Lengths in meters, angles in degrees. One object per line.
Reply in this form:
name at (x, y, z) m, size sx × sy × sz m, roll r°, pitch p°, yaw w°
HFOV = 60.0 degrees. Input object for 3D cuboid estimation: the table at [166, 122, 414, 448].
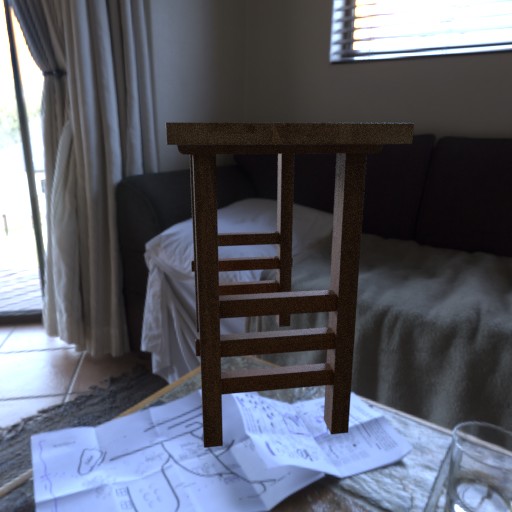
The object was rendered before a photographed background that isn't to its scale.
table at (0.000, 0.000, 1.623) m, size 0.556 × 0.914 × 1.119 m, roll -2°, pitch 16°, yaw -8°
